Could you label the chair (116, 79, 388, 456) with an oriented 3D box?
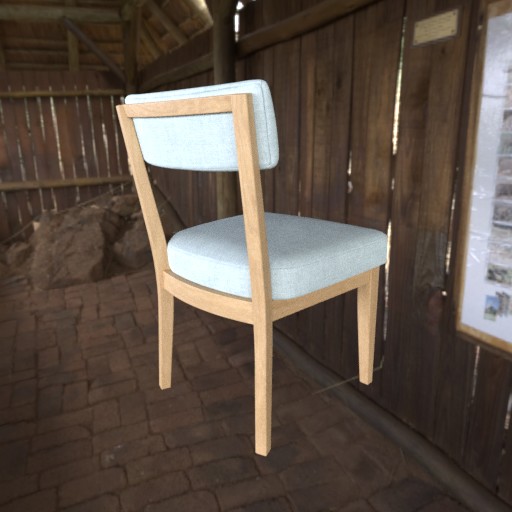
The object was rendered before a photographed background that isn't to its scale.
[{"bbox_3d":[0.000,0.000,1.215,0.508,0.832,0.572,14,21,42],"label":"chair"}]
